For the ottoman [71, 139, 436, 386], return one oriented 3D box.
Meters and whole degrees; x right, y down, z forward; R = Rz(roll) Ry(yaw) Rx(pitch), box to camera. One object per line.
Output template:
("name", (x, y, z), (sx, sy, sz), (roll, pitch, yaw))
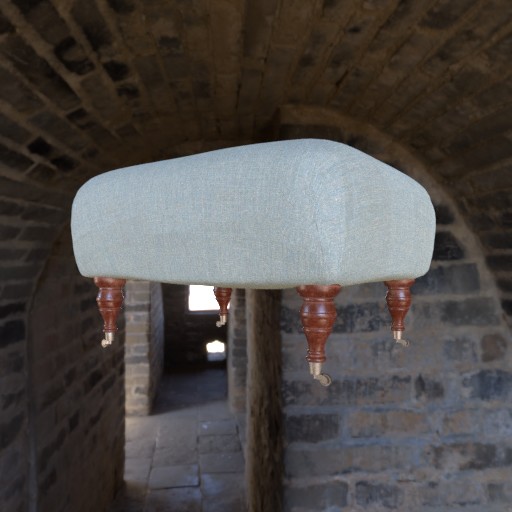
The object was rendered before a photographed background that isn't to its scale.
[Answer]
("ottoman", (0.000, 0.000, 1.111), (0.747, 0.450, 0.622), (-1, -1, 36))
